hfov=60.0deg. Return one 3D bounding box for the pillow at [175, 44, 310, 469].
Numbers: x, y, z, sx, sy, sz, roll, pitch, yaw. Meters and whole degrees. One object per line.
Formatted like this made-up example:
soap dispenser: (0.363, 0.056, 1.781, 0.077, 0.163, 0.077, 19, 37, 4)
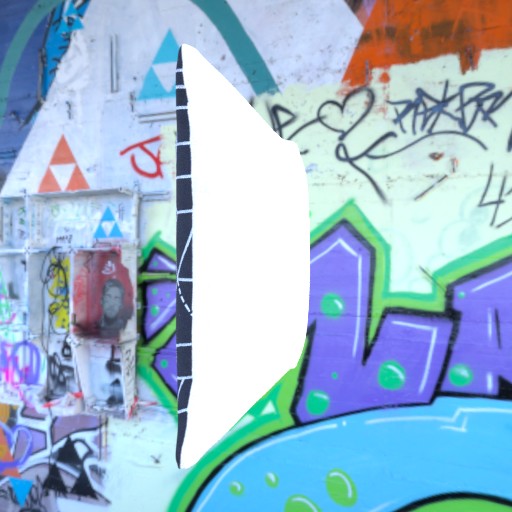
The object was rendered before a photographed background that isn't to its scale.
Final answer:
pillow: (0.000, 0.000, 0.764, 0.158, 0.508, 0.517, 0, 0, 19)
